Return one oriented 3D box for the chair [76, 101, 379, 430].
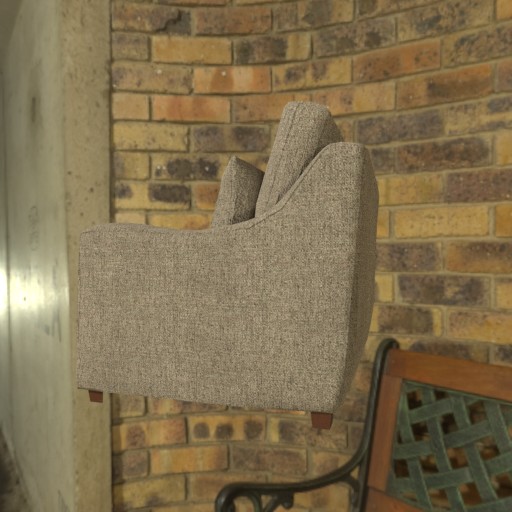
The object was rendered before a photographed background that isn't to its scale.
[{"bbox_3d":[0.000,0.000,1.941,1.009,1.037,1.138,0,0,17],"label":"chair"}]
